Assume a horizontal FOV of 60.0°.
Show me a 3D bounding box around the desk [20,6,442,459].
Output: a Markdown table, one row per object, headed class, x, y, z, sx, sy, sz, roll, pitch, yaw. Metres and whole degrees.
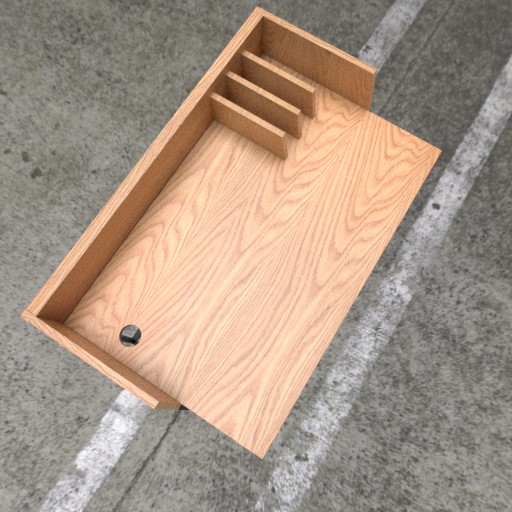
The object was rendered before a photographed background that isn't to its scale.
| class | x | y | z | sx | sy | sz | roll | pitch | yaw |
| --- | --- | --- | --- | --- | --- | --- | --- | --- | --- |
| desk | 0.000 | 0.000 | 1.780 | 0.769 | 1.061 | 1.191 | 32 | 78 | 8 |
